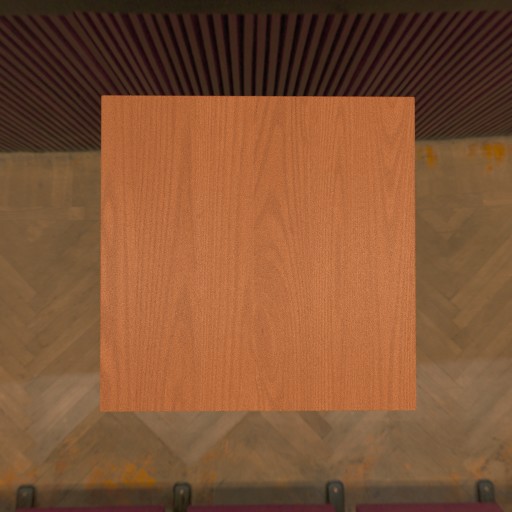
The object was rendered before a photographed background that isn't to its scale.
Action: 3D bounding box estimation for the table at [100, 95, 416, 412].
[{"bbox_3d":[0.000,0.000,0.837,0.400,0.550,0.400,0,89,-1],"label":"table"}]
